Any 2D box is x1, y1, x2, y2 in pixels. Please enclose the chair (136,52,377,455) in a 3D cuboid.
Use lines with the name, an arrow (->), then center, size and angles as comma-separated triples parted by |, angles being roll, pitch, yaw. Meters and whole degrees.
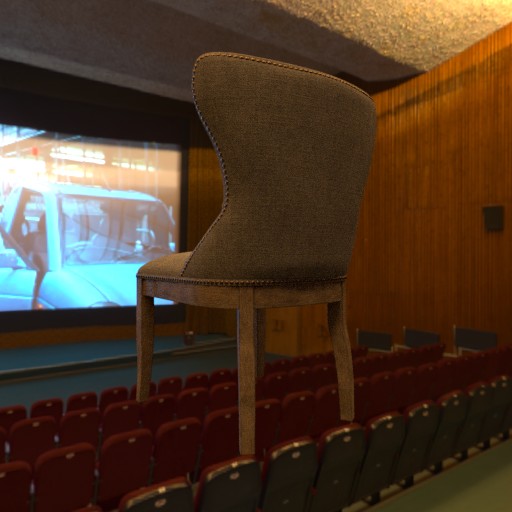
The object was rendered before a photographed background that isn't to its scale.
chair -> 0.000, 0.000, 1.419 | 0.654, 1.002, 0.681 | 0, 1, -37
